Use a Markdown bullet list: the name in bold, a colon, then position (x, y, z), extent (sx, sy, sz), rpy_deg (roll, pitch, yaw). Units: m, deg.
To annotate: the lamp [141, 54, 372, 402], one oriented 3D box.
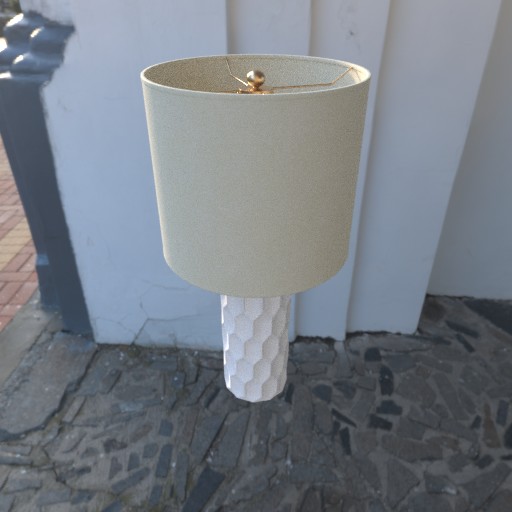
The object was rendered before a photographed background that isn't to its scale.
- **lamp**: position (0.000, 0.000, 0.685), extent (0.277, 0.537, 0.277), rpy_deg (11, 33, 16)
